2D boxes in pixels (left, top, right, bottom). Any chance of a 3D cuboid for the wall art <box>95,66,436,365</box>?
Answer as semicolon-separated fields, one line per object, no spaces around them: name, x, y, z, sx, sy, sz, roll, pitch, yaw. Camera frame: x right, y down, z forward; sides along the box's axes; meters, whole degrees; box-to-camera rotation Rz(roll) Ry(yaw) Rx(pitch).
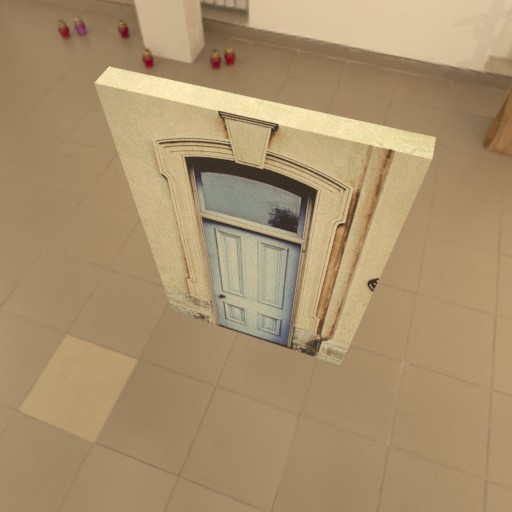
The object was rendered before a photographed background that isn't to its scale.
wall art;0.000;0.000;0.763;0.403;0.607;0.036;16;57;11
